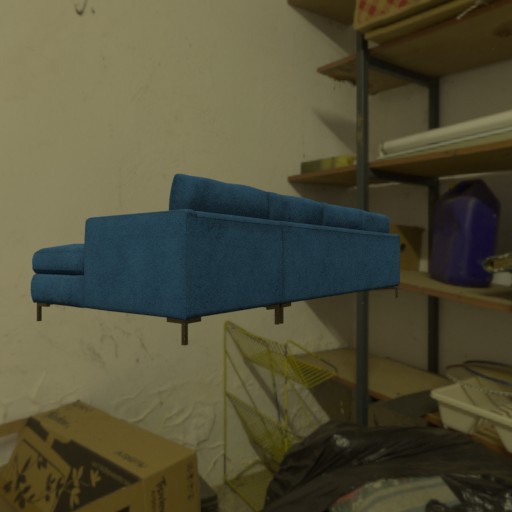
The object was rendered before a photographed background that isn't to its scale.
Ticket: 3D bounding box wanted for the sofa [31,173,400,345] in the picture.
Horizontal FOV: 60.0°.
[{"bbox_3d":[0.000,0.000,3.518,1.350,0.810,2.932,0,0,36],"label":"sofa"}]
